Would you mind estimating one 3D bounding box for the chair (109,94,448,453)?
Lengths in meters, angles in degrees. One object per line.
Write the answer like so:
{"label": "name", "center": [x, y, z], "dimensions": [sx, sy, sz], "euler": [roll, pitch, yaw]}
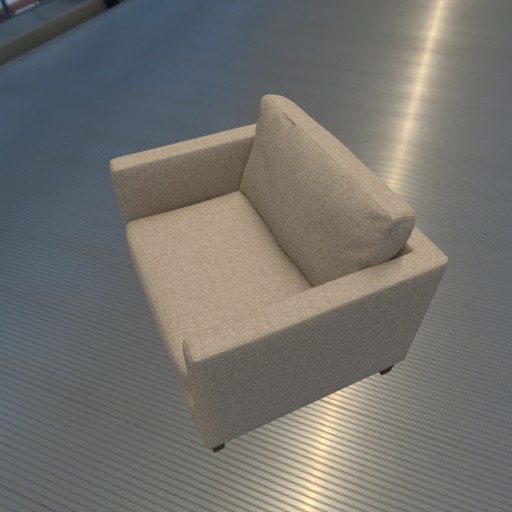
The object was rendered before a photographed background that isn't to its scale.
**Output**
{"label": "chair", "center": [0.000, 0.000, 1.872], "dimensions": [0.959, 0.961, 1.107], "euler": [-19, 49, -17]}
